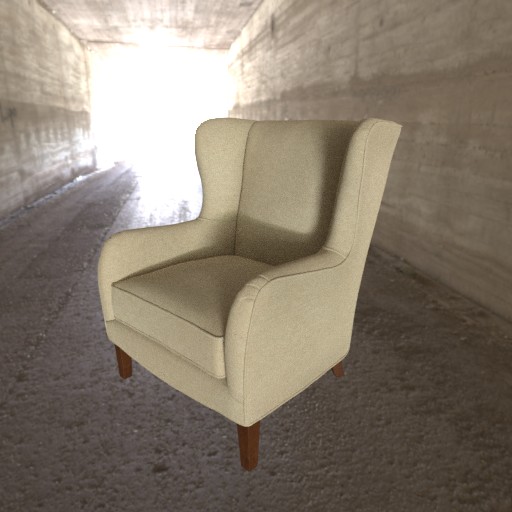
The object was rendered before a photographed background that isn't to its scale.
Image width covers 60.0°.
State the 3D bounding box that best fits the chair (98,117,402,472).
[{"bbox_3d":[0.000,0.000,1.748,0.838,1.040,0.966,16,24,41],"label":"chair"}]
